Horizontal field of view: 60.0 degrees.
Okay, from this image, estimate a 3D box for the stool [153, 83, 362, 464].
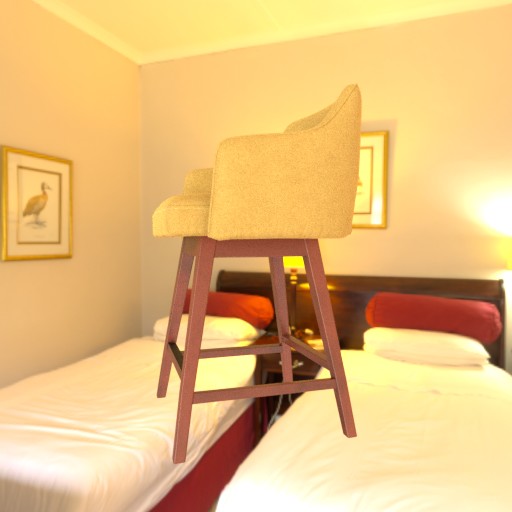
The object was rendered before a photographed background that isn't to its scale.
[{"bbox_3d":[0.000,0.000,1.288,0.558,0.924,0.548,-1,2,-17],"label":"stool"}]
